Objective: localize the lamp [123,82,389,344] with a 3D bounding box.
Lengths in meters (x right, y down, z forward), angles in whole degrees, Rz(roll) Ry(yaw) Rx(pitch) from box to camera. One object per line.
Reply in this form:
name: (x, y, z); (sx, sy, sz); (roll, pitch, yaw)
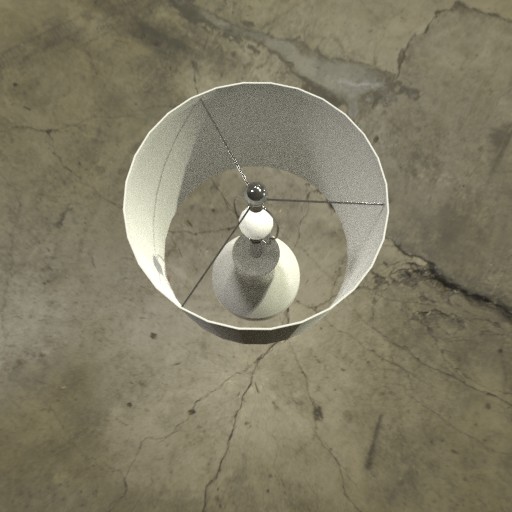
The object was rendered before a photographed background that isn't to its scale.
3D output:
lamp: (0.000, 0.000, 0.893); (0.357, 0.673, 0.357); (32, 77, 8)
